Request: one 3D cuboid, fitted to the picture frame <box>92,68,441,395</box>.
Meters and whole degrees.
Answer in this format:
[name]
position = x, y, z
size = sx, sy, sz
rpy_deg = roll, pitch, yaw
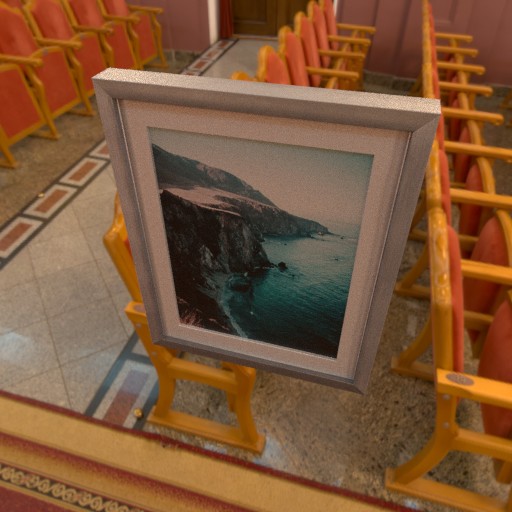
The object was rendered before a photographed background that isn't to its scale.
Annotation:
[picture frame]
position = 0.000, 0.000, 0.742
size = 0.449, 0.555, 0.046
rpy_deg = 10, 41, 12
